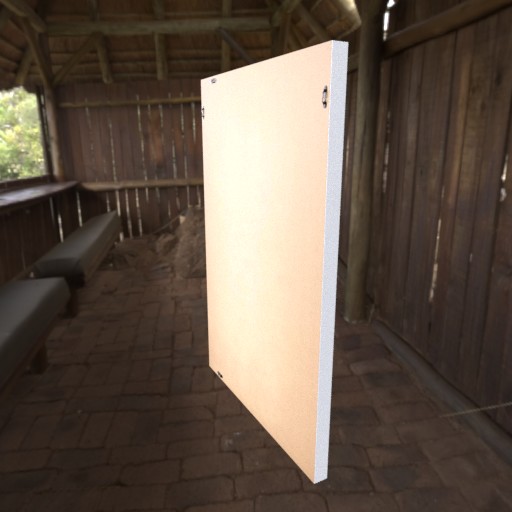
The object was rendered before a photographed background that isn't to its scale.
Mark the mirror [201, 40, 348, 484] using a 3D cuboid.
[{"bbox_3d":[0.000,0.000,1.146,0.041,0.914,0.609,-8,17,-27],"label":"mirror"}]
